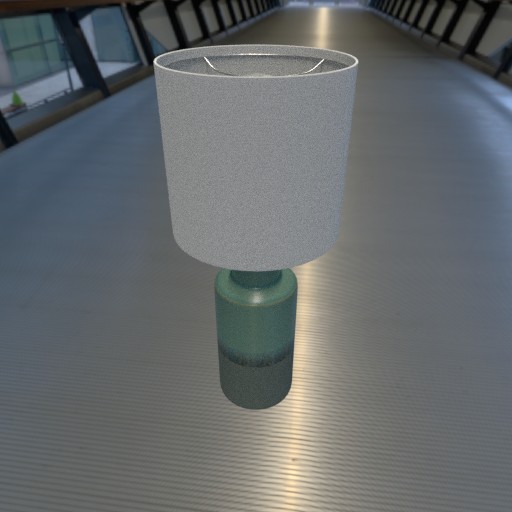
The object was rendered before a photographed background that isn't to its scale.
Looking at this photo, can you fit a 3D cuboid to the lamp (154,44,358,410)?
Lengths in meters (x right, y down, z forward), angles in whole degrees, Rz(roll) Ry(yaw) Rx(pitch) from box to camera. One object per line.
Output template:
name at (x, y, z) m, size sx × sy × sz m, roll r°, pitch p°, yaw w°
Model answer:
lamp at (0.000, 0.000, 0.598) m, size 0.212 × 0.493 × 0.212 m, roll -23°, pitch 39°, yaw -31°
